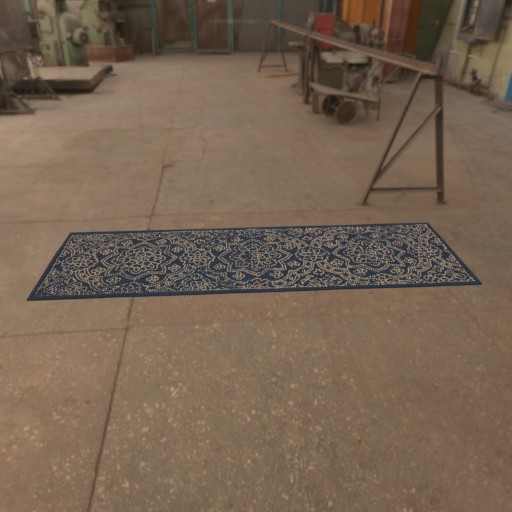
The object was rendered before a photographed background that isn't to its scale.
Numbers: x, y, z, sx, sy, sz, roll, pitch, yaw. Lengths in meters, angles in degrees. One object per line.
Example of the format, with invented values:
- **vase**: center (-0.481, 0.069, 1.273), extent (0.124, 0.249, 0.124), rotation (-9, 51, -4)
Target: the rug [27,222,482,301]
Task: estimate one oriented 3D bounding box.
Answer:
- **rug**: center (0.000, 0.000, 2.693), extent (2.448, 0.012, 0.769), rotation (-2, 30, -3)
